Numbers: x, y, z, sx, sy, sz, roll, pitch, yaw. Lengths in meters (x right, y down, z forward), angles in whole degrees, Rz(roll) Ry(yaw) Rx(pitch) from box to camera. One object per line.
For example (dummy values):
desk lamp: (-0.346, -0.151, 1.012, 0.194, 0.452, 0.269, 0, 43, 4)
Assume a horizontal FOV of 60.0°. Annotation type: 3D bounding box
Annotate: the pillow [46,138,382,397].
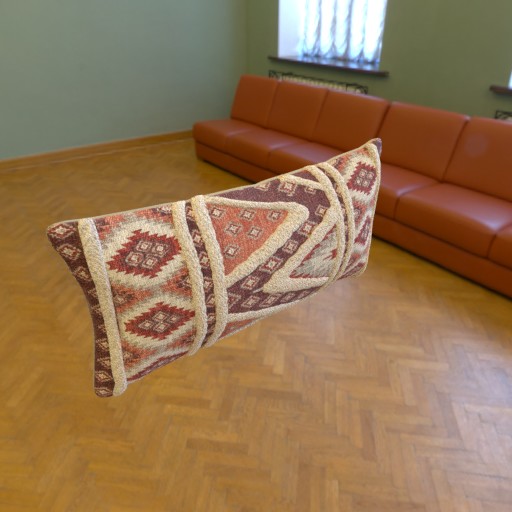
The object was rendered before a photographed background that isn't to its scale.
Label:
pillow: (0.000, 0.000, 0.737, 0.608, 0.295, 0.161, -21, 36, -33)
